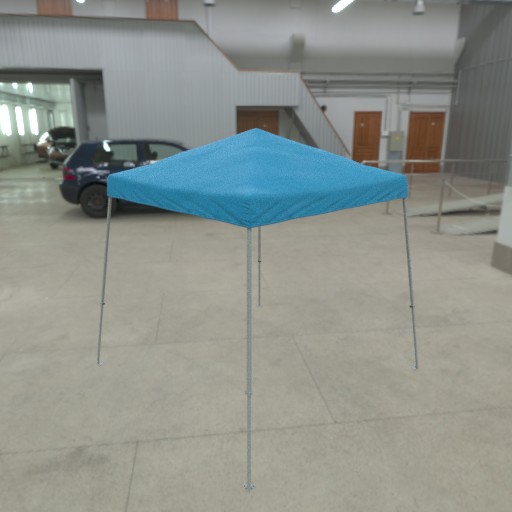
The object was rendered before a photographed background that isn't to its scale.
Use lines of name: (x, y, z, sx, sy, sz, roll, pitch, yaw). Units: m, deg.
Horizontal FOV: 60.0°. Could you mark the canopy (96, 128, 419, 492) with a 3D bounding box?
canopy: (0.000, 0.000, 6.500, 3.600, 3.600, 3.599, -14, 21, -41)
